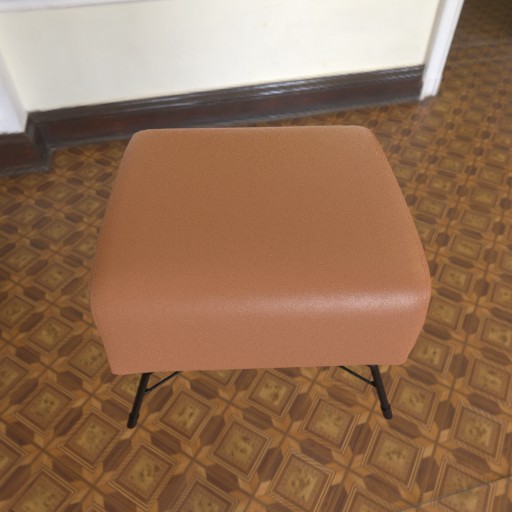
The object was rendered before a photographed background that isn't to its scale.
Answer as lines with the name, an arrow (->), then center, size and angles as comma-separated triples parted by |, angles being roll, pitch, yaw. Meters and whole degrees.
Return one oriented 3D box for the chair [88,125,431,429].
chair -> 0.000, 0.000, 0.915 | 0.530, 0.410, 0.530 | -1, 46, -1
